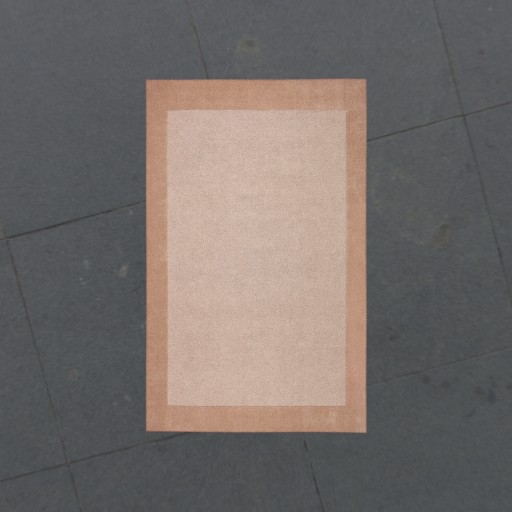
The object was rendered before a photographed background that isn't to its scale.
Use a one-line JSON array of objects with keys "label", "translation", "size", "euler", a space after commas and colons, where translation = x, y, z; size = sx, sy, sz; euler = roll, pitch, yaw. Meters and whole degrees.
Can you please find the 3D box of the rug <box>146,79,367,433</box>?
[{"label": "rug", "translation": [0.000, 0.000, 3.063], "size": [1.524, 0.014, 2.438], "euler": [0, 90, 1]}]
